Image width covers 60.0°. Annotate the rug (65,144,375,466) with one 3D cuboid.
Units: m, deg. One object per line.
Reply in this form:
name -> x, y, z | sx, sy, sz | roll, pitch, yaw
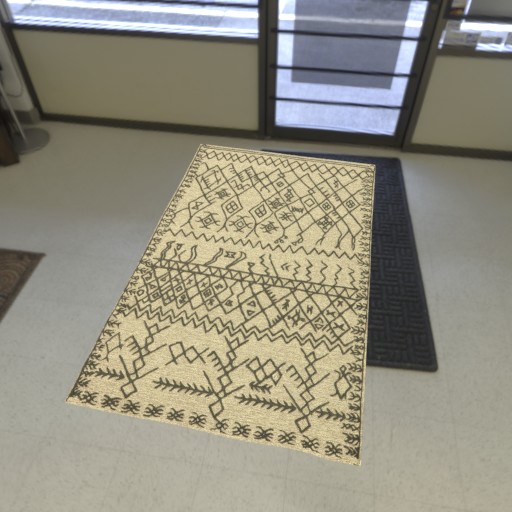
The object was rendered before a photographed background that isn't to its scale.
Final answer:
rug -> 0.000, 0.000, 3.013 | 1.530, 0.012, 2.444 | 9, 48, 8
